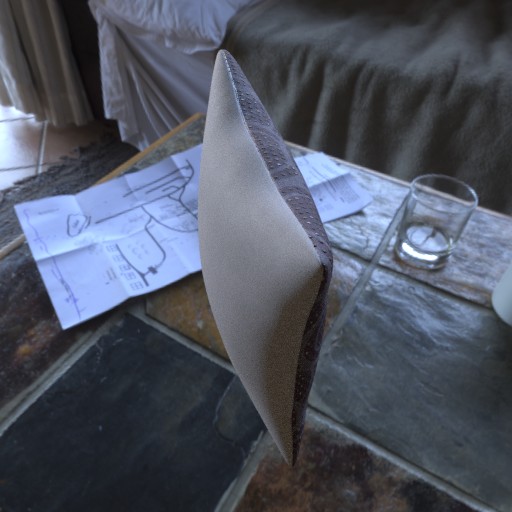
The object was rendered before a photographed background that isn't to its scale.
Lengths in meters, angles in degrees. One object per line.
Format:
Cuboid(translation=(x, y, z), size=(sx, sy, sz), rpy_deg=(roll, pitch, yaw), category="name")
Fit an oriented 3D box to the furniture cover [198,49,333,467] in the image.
Cuboid(translation=(0.000, 0.000, 0.779), size=(0.193, 0.509, 0.552), rpy_deg=(-9, 46, -9), category="furniture cover")
